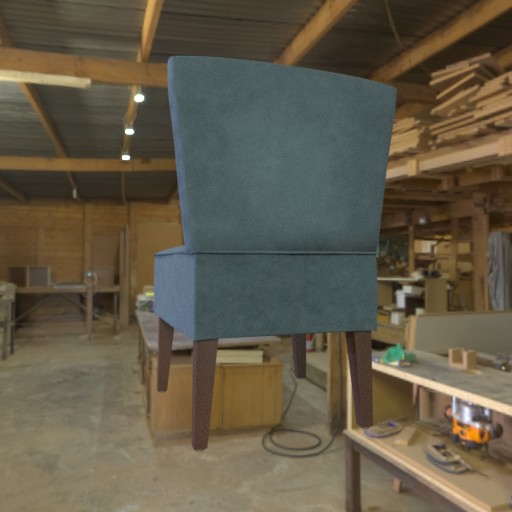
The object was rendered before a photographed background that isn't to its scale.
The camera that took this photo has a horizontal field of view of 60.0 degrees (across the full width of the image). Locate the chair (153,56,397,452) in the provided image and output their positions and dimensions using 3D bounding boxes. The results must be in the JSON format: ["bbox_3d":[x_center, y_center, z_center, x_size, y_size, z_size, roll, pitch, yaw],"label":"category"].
[{"bbox_3d":[0.000,0.000,1.186,0.521,0.806,0.551,0,-1,-18],"label":"chair"}]
